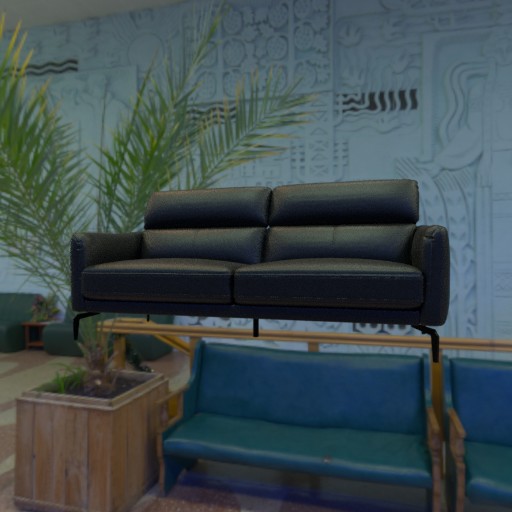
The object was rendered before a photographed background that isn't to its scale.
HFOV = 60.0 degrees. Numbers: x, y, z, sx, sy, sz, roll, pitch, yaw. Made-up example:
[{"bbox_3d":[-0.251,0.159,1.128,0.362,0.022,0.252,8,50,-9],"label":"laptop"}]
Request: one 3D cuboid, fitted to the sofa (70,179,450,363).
[{"bbox_3d":[0.000,0.000,2.624,2.069,0.957,0.856,0,-1,17],"label":"sofa"}]
